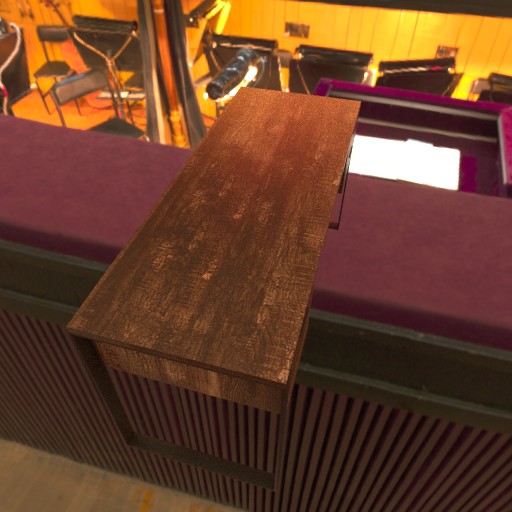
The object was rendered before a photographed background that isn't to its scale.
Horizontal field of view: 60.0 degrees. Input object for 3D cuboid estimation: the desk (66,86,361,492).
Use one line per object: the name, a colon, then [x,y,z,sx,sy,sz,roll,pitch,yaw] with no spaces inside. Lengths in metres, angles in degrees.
desk: [0.000,0.000,1.894,0.599,0.762,1.524,12,46,11]
